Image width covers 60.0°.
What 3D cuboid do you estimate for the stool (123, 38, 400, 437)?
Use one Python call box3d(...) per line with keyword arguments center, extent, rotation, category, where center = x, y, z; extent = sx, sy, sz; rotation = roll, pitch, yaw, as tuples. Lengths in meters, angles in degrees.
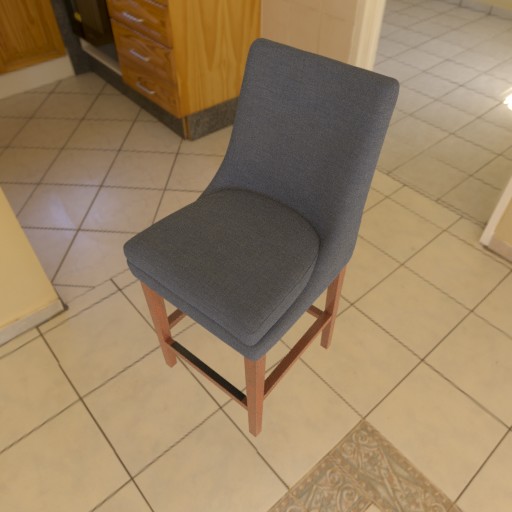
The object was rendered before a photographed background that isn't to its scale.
box3d(center=(0.000, 0.000, 1.284), extent=(0.470, 0.981, 0.577), rotation=(31, 53, 26), category="stool")
